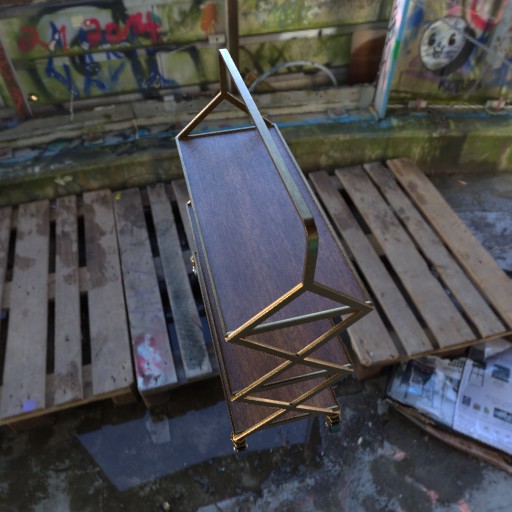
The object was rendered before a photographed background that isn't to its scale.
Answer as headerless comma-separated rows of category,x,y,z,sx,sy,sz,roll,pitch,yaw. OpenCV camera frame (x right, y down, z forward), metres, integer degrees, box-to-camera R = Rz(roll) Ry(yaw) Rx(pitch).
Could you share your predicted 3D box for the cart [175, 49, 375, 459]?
cart,0.000,0.000,1.164,0.313,0.805,0.723,-11,48,-10
